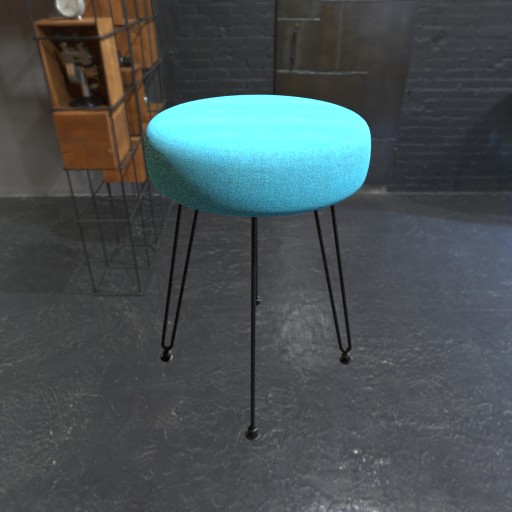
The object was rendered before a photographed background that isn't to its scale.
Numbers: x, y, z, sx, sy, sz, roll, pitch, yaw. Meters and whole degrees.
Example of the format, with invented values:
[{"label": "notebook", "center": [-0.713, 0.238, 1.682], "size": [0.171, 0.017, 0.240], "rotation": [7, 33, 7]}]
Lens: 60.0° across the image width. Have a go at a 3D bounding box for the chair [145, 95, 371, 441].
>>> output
[{"label": "chair", "center": [0.000, 0.000, 0.695], "size": [0.350, 0.440, 0.350], "rotation": [1, 32, 1]}]
